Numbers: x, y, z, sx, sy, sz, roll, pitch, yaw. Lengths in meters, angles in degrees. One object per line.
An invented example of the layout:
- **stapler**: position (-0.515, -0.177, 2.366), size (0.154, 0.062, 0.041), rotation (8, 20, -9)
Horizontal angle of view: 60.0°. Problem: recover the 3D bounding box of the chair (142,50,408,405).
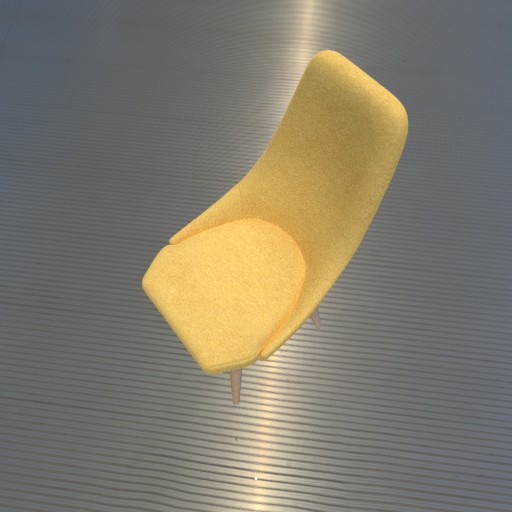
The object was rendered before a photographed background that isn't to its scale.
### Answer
- **chair**: position (0.000, 0.000, 1.378), size (0.660, 1.040, 0.510), rotation (-36, 69, -16)
